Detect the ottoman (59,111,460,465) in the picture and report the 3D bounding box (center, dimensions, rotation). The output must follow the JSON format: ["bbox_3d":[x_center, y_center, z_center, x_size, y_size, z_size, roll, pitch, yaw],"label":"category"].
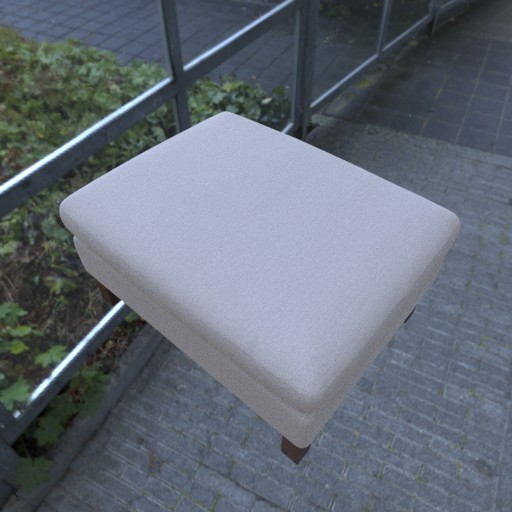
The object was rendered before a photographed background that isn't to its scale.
[{"bbox_3d":[0.000,0.000,1.131,0.771,0.420,0.606,32,54,27],"label":"ottoman"}]
